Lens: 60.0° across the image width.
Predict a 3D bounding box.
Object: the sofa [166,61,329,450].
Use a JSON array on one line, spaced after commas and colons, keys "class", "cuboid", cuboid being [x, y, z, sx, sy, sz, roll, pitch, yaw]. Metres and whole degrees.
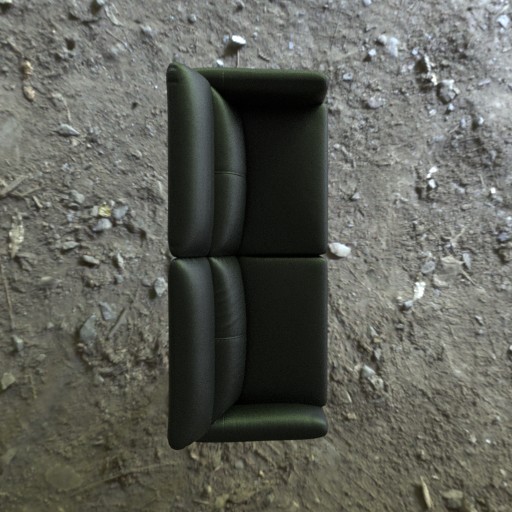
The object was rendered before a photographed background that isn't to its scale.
[{"class": "sofa", "cuboid": [0.000, 0.000, 2.547, 0.856, 0.957, 2.069, 0, 91, 0]}]
